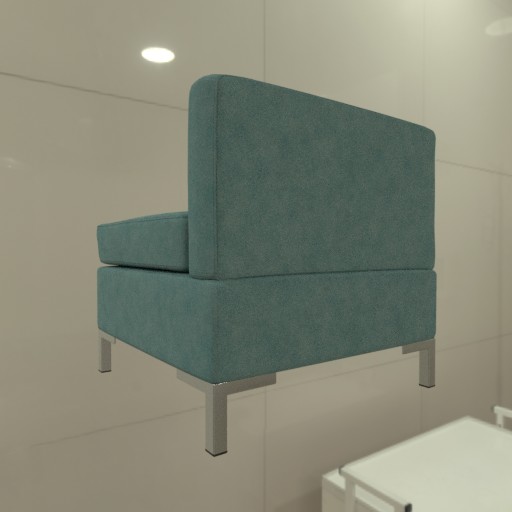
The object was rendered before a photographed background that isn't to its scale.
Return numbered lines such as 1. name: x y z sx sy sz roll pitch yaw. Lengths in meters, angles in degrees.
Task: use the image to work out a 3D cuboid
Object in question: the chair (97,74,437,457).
1. chair: 0.000 0.000 1.197 0.684 0.660 0.685 -1 1 -36
